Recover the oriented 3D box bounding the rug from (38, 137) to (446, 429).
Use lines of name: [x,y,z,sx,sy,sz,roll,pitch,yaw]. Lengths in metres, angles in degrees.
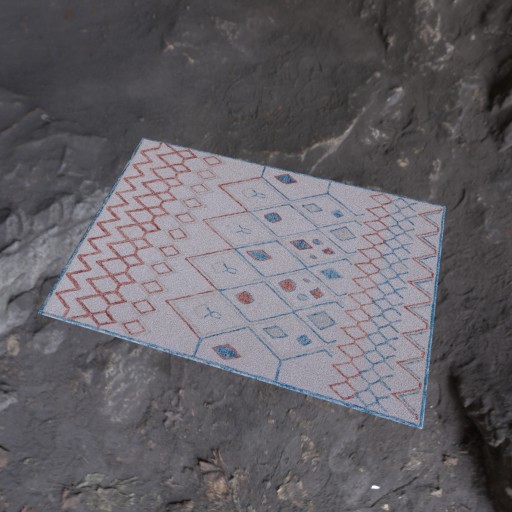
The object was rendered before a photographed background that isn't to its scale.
rug: [0.000,0.000,2.296,1.829,0.016,1.219,15,60,9]
